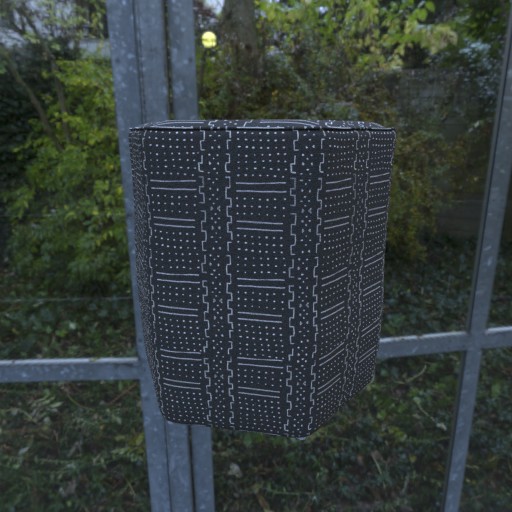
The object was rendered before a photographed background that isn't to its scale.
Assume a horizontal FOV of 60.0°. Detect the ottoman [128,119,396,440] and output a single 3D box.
[{"bbox_3d":[0.000,0.000,0.866,0.494,0.502,0.443,3,16,10],"label":"ottoman"}]
